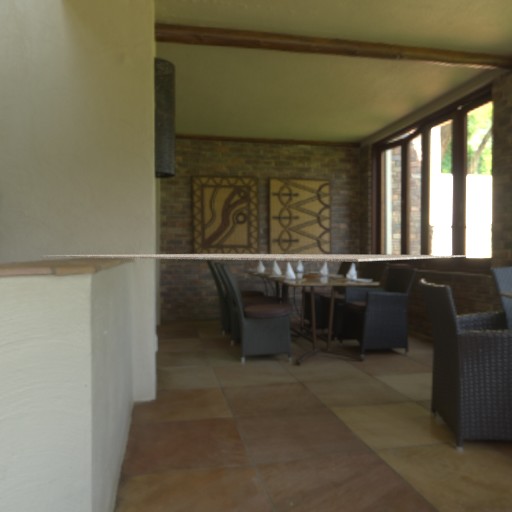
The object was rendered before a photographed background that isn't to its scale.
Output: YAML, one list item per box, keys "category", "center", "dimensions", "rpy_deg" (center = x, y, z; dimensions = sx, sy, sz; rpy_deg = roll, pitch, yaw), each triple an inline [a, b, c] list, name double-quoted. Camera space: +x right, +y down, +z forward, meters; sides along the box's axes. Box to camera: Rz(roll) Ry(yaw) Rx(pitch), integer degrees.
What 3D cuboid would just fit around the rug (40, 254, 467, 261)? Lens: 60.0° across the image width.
- category: "rug"
  center: [0.000, 0.000, 3.832]
  dimensions: [2.894, 0.013, 2.286]
  rpy_deg: [0, 1, 37]
